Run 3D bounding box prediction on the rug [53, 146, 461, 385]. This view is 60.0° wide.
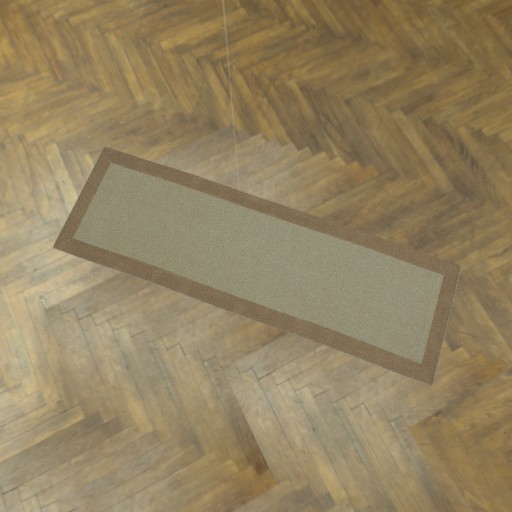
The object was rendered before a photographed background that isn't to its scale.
[{"bbox_3d":[0.000,0.000,2.754,2.430,0.012,0.767,19,75,6],"label":"rug"}]
